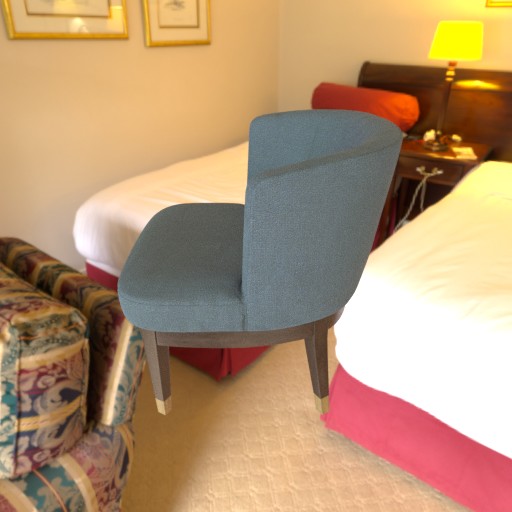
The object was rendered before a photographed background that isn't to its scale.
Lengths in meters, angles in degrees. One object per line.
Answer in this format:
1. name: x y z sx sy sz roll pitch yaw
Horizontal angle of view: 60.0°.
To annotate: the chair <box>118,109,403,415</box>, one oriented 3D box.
1. chair: 0.000 0.000 1.285 0.702 0.760 0.661 0 28 0
